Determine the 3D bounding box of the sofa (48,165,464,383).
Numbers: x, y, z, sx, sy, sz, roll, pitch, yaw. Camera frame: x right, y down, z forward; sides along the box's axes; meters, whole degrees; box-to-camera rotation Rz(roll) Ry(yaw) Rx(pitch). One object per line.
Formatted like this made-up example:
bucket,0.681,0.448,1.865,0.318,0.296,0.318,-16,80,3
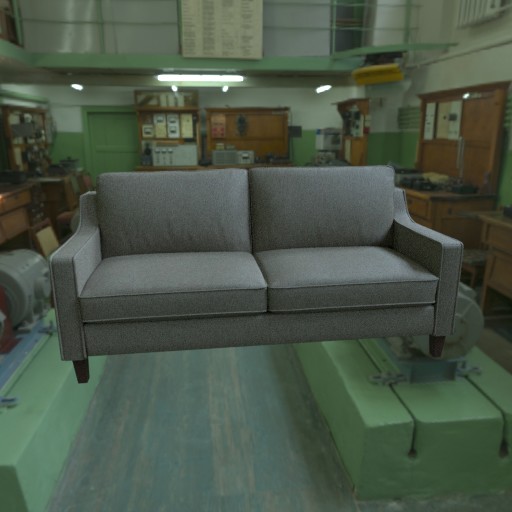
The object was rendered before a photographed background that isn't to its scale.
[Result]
sofa,0.000,0.000,2.807,2.181,1.074,1.073,-2,16,-8
